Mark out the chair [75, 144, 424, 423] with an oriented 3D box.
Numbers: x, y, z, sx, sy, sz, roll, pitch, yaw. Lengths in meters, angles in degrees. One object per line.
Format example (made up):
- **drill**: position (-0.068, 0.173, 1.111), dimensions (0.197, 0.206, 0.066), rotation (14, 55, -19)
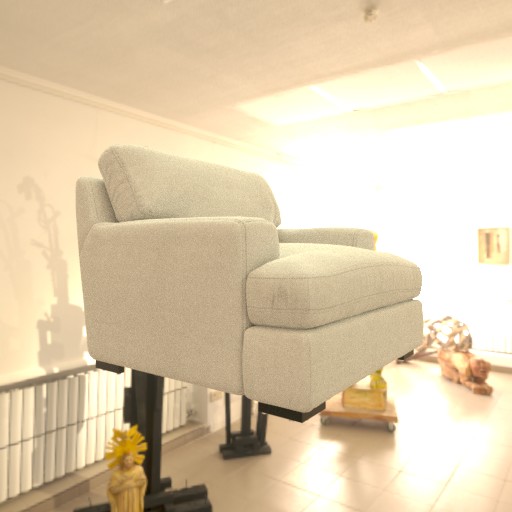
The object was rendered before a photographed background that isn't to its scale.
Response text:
- **chair**: position (0.000, 0.000, 1.961), dimensions (1.158, 0.930, 1.140), rotation (1, 1, 36)
